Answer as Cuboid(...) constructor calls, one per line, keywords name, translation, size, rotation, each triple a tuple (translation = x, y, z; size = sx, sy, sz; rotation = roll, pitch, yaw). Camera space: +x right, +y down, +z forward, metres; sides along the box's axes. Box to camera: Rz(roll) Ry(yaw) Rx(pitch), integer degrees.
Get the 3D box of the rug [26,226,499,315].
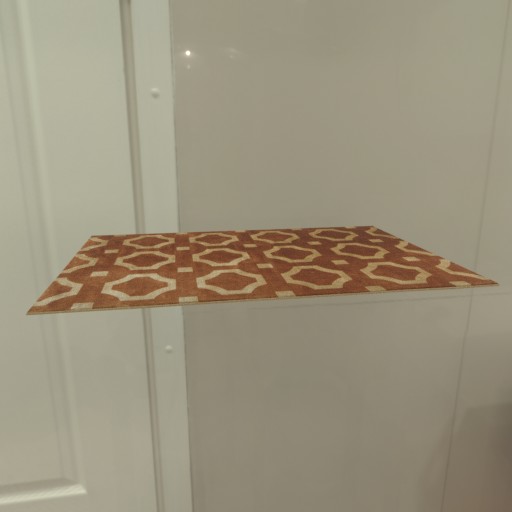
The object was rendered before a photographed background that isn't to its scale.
Cuboid(name="rug", translation=(0.000, 0.000, 2.837), size=(2.286, 0.016, 1.555), rotation=(-3, 15, -10))
